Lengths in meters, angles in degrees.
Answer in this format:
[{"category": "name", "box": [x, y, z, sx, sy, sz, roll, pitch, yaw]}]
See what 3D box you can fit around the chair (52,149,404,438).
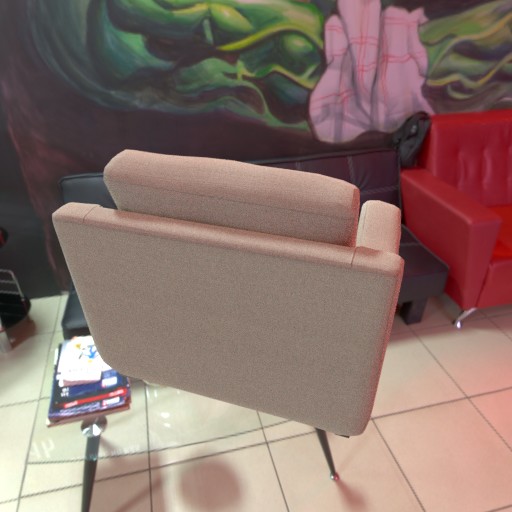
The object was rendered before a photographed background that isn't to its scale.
[{"category": "chair", "box": [0.000, 0.000, 1.929, 1.178, 1.016, 1.009, 10, 33, 16]}]
